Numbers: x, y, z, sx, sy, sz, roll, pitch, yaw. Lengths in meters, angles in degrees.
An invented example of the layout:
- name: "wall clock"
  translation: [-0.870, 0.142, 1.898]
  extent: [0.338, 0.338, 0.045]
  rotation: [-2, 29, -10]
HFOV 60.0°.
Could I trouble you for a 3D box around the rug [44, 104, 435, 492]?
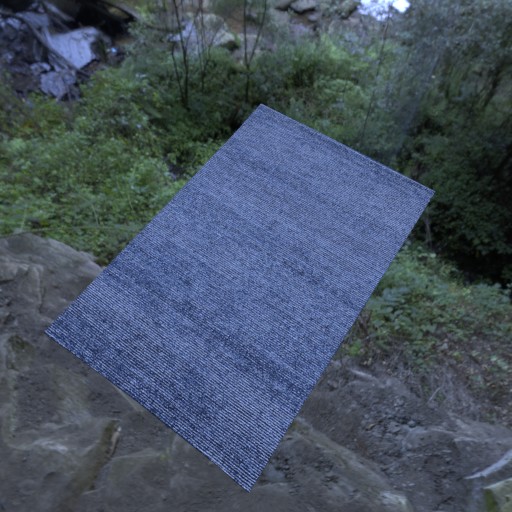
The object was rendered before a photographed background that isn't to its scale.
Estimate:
- name: "rug"
  translation: [0.000, 0.000, 2.183]
  extent: [1.135, 0.010, 1.740]
  rotation: [32, 67, 15]
